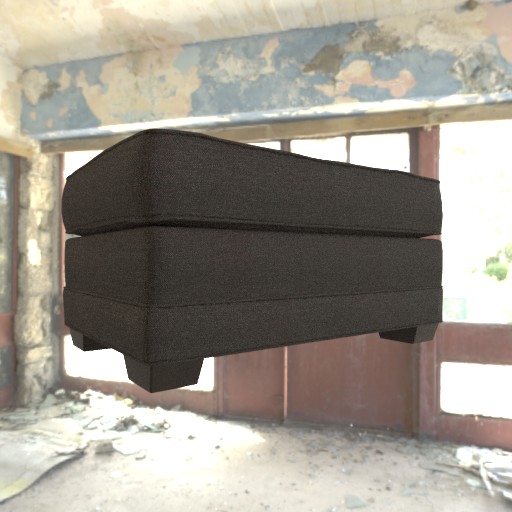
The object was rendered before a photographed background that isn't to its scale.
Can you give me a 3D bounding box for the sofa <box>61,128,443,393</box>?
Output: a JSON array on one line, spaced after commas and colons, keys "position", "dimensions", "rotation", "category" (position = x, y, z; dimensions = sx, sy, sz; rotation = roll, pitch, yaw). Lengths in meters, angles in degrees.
[{"position": [0.000, 0.000, 1.161], "dimensions": [0.854, 0.457, 0.578], "rotation": [0, 0, -36], "category": "sofa"}]
